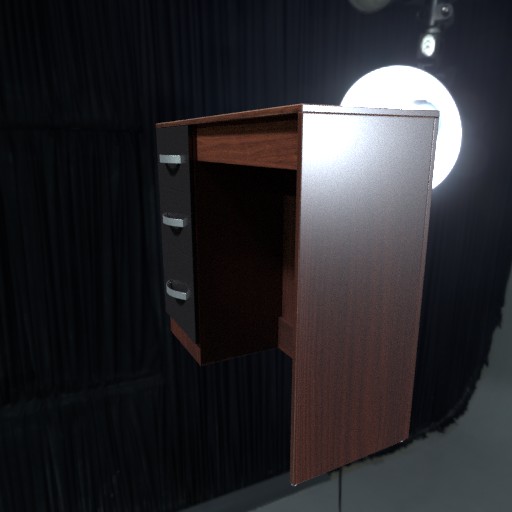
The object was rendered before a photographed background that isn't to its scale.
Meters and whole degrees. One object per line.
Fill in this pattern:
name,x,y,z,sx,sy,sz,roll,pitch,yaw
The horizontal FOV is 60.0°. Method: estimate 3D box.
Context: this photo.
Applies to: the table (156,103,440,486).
table,0.000,0.000,1.333,0.380,0.790,0.930,-7,16,-27
